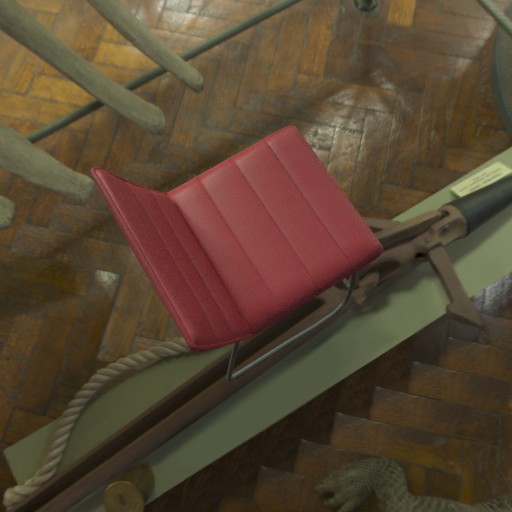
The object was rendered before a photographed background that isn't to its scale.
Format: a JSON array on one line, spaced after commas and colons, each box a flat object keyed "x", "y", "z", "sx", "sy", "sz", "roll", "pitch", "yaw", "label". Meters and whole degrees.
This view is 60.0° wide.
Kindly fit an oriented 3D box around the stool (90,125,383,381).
[{"x": 0.000, "y": 0.000, "z": 1.235, "sx": 0.524, "sy": 0.937, "sz": 0.489, "roll": -31, "pitch": 77, "yaw": -8, "label": "stool"}]
